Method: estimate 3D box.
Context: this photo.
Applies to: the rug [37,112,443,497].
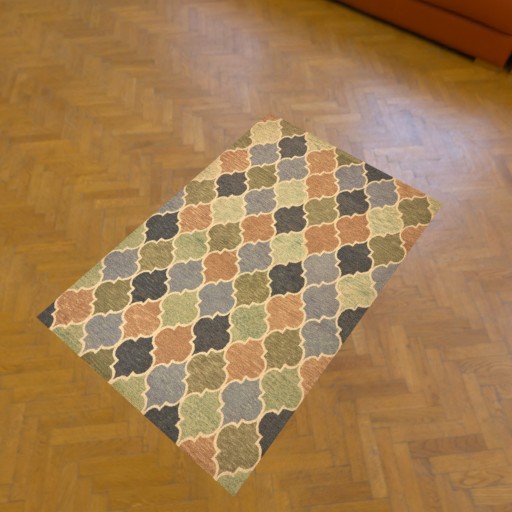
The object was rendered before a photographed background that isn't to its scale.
[{"bbox_3d":[0.000,0.000,2.288,1.216,0.006,1.828,34,64,19],"label":"rug"}]
